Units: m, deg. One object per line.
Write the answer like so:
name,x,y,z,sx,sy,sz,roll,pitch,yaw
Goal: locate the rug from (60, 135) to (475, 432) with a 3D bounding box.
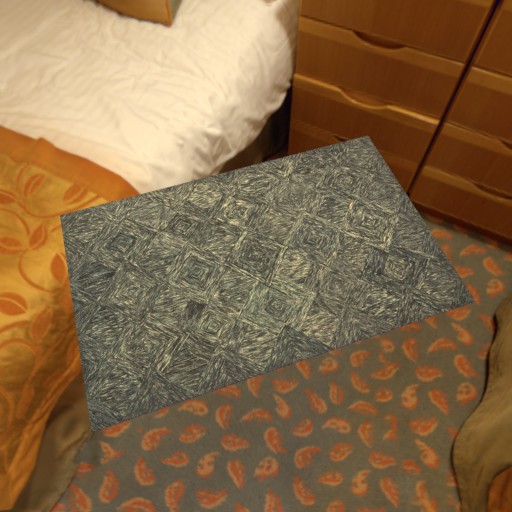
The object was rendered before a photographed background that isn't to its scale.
rug,0.000,0.000,2.871,2.330,0.017,1.478,-16,61,-9
